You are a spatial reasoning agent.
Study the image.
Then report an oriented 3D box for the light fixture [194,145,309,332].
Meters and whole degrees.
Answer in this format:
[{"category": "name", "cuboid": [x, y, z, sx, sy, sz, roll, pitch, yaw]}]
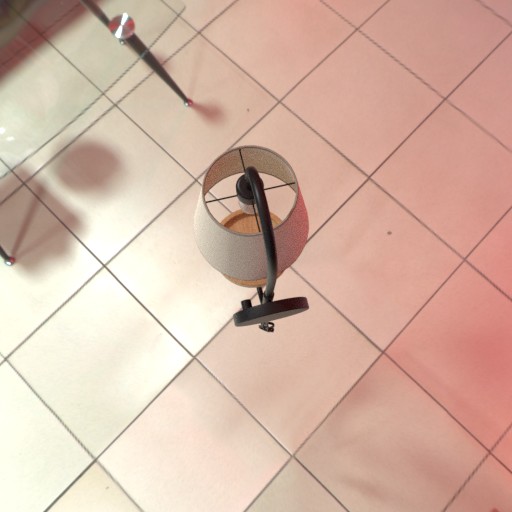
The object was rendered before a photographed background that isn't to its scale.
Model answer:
[{"category": "light fixture", "cuboid": [0.000, 0.000, 0.937, 0.220, 0.821, 0.299, -13, 77, -3]}]
